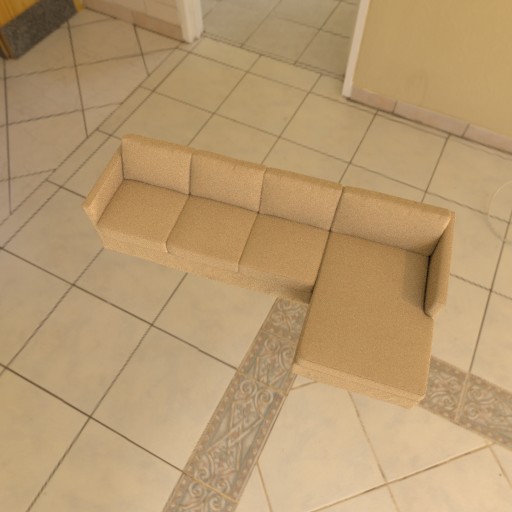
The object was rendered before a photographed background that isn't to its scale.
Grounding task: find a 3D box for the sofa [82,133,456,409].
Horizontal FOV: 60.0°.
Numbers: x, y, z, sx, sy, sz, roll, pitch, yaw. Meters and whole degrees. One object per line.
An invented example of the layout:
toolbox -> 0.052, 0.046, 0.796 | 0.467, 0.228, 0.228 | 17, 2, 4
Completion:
sofa -> 0.000, 0.000, 3.927 | 3.177, 0.867, 1.622 | 15, 60, 9
